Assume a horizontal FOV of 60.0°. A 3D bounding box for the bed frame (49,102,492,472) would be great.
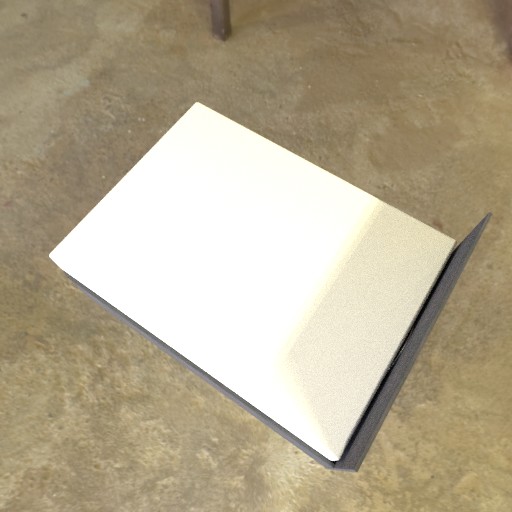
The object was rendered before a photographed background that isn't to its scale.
[{"bbox_3d":[0.000,0.000,2.551,1.900,0.800,1.400,32,69,14],"label":"bed frame"}]
